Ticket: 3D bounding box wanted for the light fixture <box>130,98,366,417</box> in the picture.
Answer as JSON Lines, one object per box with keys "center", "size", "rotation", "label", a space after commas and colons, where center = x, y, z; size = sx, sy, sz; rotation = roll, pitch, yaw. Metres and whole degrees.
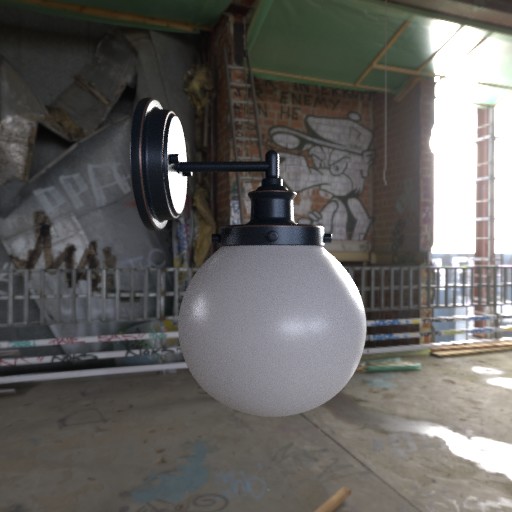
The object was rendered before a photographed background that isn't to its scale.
{"center": [0.000, 0.000, 0.475], "size": [0.230, 0.332, 0.197], "rotation": [0, 0, 1], "label": "light fixture"}
